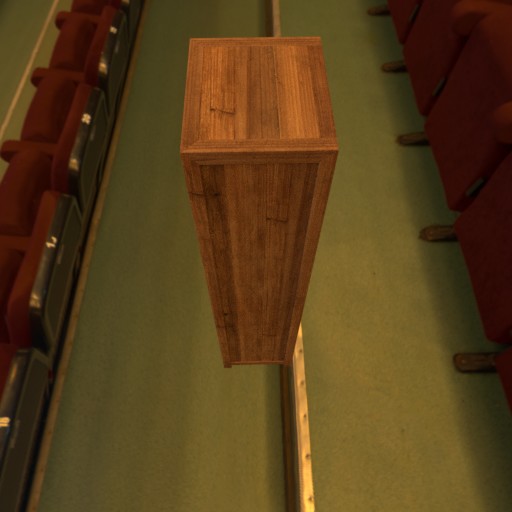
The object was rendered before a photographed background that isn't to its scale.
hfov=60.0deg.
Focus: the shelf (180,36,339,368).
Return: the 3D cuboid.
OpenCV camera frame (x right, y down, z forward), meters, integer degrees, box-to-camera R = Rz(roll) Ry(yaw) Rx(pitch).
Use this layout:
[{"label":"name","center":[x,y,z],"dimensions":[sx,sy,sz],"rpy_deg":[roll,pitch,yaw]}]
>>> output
[{"label":"shelf","center":[0.000,0.000,2.110],"dimensions":[0.428,1.900,0.500],"rpy_deg":[-1,59,-1]}]
